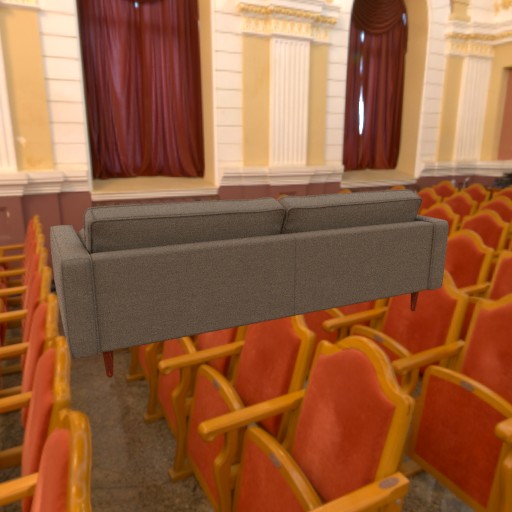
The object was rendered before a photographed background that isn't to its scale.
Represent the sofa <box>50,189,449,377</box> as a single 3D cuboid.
[{"bbox_3d":[0.000,0.000,2.655,2.198,0.762,0.914,-7,15,-26],"label":"sofa"}]
